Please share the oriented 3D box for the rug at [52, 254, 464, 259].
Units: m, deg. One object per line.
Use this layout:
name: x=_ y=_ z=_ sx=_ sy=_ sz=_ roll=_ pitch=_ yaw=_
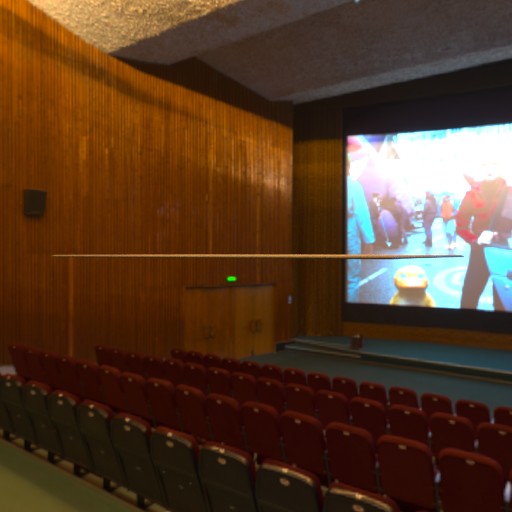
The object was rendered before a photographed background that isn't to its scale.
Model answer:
rug: x=0.000 y=0.000 z=2.377 sx=1.847 sy=0.012 sz=1.224 roll=0 pitch=0 yaw=35
